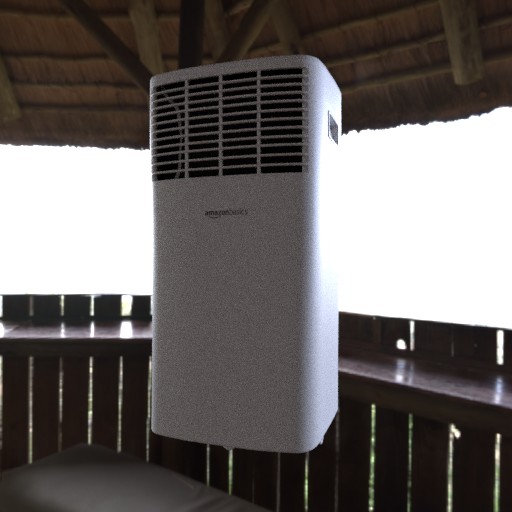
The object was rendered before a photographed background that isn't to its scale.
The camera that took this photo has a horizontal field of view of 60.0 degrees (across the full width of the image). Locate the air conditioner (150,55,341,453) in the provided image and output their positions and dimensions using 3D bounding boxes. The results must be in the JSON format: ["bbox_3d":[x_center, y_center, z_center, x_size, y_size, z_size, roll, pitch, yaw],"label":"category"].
[{"bbox_3d":[0.000,0.000,0.823,0.304,0.606,0.349,0,0,18],"label":"air conditioner"}]
